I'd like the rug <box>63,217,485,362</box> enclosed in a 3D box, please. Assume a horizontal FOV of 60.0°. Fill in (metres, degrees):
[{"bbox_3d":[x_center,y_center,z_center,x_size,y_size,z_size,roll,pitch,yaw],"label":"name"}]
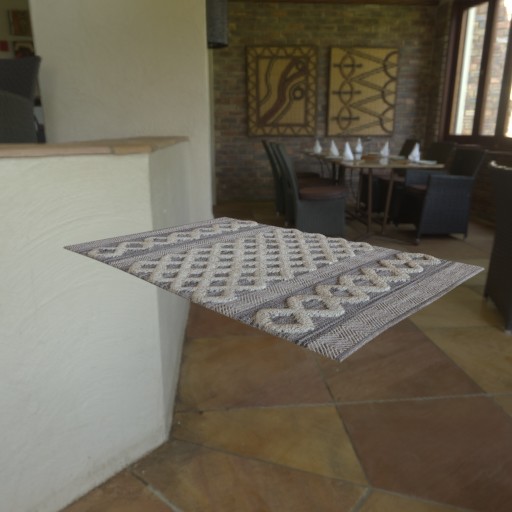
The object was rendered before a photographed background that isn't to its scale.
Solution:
[{"bbox_3d":[0.000,0.000,2.276,1.823,0.030,1.222,15,22,42],"label":"rug"}]
